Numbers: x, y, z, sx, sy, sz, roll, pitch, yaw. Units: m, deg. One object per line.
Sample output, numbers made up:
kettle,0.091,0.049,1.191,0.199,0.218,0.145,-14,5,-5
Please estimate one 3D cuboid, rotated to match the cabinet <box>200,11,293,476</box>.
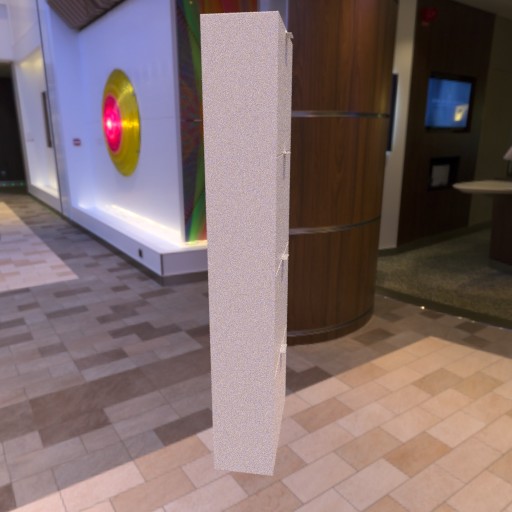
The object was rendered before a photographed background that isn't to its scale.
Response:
cabinet,0.000,0.000,1.770,0.255,1.630,0.520,2,16,9
